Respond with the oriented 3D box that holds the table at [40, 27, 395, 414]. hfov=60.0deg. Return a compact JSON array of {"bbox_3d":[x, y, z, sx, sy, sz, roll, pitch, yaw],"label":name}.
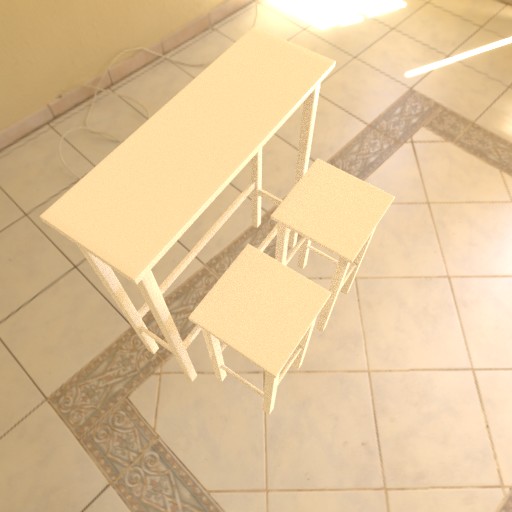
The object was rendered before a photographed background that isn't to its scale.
[{"bbox_3d":[0.000,0.000,1.633,0.650,1.065,0.915,31,65,16],"label":"table"}]
